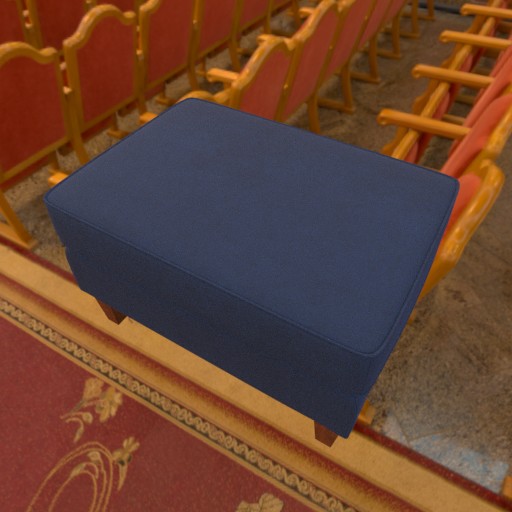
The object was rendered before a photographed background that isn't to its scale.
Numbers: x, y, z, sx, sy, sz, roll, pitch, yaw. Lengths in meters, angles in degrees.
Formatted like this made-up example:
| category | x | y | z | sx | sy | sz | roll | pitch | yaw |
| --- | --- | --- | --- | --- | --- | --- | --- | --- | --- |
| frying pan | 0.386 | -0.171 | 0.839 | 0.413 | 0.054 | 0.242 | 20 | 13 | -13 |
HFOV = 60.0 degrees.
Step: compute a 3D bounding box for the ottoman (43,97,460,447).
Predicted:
| category | x | y | z | sx | sy | sz | roll | pitch | yaw |
| --- | --- | --- | --- | --- | --- | --- | --- | --- | --- |
| ottoman | 0.000 | 0.000 | 1.379 | 0.965 | 0.584 | 0.686 | 24 | 51 | 21 |
